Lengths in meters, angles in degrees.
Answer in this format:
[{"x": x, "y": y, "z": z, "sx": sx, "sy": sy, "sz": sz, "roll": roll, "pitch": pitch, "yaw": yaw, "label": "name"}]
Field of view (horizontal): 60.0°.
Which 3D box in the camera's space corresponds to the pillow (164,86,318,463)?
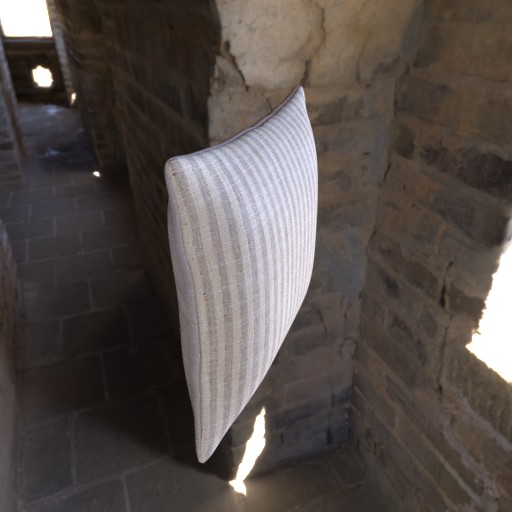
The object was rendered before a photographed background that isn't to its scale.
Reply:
[{"x": 0.000, "y": 0.000, "z": 0.809, "sx": 0.166, "sy": 0.510, "sz": 0.523, "roll": 11, "pitch": 32, "yaw": 18, "label": "pillow"}]
